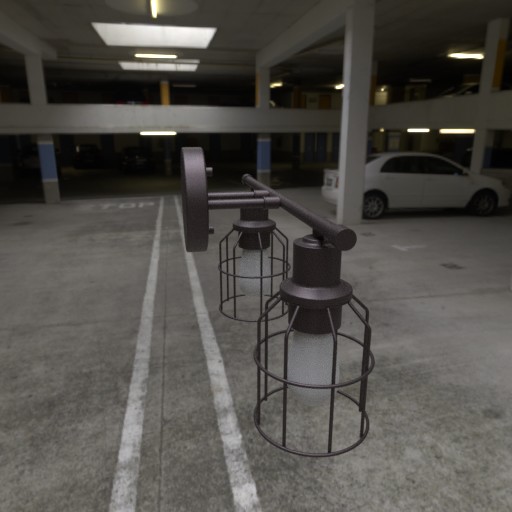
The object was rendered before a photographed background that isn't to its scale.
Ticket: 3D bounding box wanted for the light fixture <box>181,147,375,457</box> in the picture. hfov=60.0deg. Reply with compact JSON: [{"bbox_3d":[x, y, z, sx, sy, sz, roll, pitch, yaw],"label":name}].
[{"bbox_3d":[0.000,0.000,0.531,0.165,0.254,0.406,-3,16,-11],"label":"light fixture"}]
